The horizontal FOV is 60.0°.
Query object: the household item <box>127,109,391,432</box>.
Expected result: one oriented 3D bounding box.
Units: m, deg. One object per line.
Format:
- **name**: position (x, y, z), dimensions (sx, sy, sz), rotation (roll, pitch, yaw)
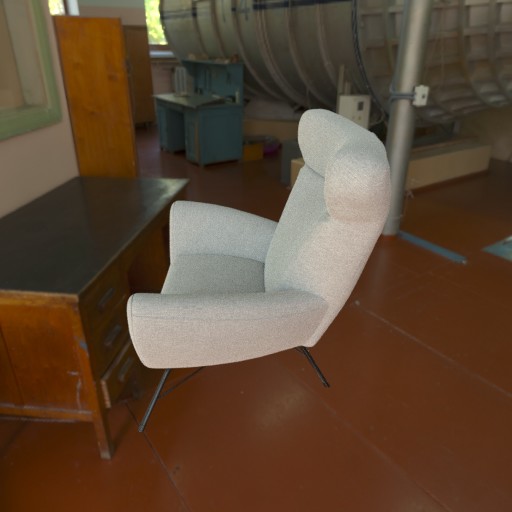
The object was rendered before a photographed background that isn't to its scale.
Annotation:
- **household item**: position (0.000, 0.000, 1.806), dimensions (0.900, 1.050, 0.980), rotation (0, 26, -1)
